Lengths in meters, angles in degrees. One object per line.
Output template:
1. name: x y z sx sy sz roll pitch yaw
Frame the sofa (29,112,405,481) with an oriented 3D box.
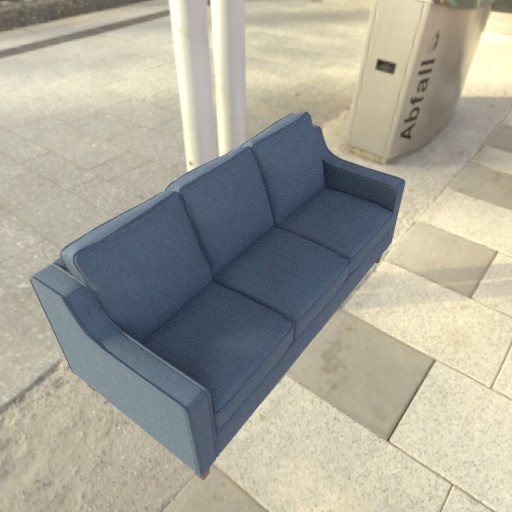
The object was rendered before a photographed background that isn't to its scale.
1. sofa: 0.000 0.000 2.466 0.911 0.974 1.986 26 47 27
